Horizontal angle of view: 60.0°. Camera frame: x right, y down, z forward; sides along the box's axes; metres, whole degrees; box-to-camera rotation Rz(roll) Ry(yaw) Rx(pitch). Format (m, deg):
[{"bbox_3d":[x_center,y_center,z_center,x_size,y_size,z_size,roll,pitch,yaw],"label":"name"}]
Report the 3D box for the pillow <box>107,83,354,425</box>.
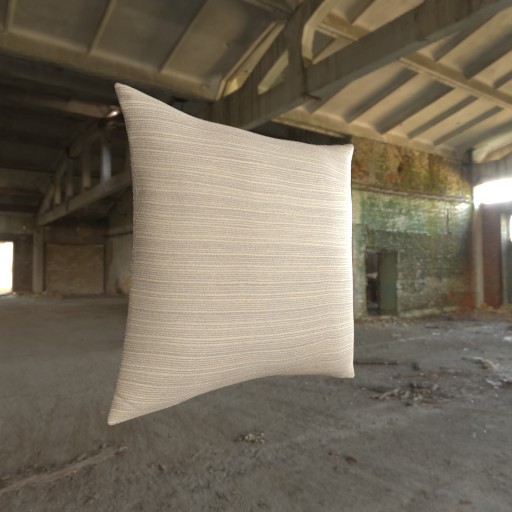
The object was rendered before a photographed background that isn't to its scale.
[{"bbox_3d":[0.000,0.000,0.782,0.512,0.497,0.204,2,-3,-36],"label":"pillow"}]
